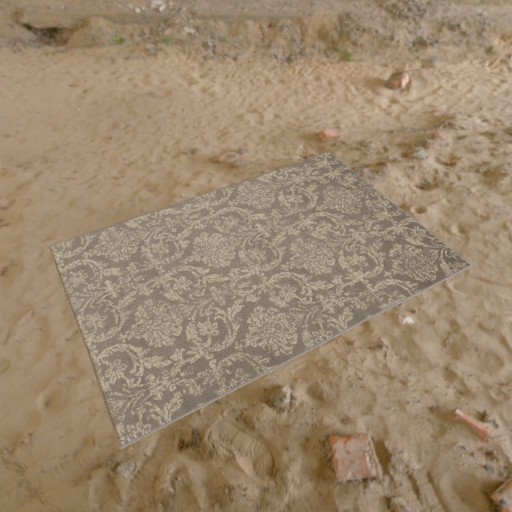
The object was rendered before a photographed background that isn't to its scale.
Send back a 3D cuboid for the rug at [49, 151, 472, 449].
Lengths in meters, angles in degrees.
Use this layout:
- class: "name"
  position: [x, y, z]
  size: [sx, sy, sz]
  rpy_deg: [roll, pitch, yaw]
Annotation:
- class: "rug"
  position: [0.000, 0.000, 3.436]
  size: [2.746, 0.018, 1.819]
  rpy_deg: [-22, 50, -20]
